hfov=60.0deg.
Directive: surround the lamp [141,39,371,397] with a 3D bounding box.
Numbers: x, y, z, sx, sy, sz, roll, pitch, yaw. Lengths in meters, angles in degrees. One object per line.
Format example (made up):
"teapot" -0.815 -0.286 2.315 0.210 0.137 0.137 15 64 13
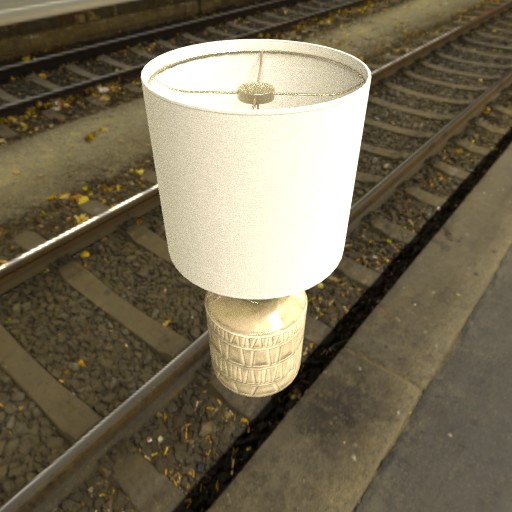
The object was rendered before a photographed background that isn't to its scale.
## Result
"lamp" 0.000 0.000 0.558 0.211 0.455 0.211 11 41 14
